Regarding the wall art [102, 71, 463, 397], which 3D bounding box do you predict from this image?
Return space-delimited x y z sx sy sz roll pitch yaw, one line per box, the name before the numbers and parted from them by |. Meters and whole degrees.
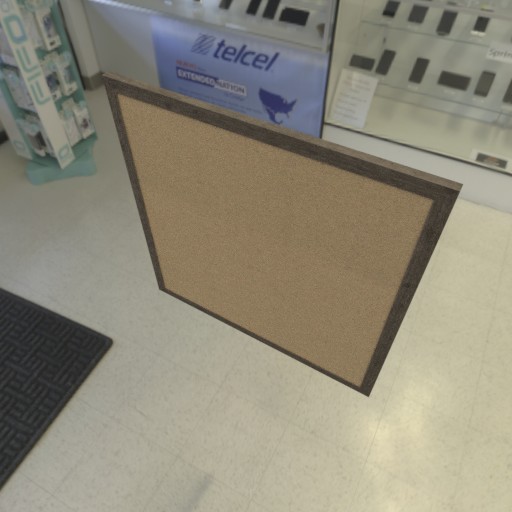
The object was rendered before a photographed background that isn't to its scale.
wall art | 0.000 0.000 0.672 0.457 0.457 0.013 24 52 20
